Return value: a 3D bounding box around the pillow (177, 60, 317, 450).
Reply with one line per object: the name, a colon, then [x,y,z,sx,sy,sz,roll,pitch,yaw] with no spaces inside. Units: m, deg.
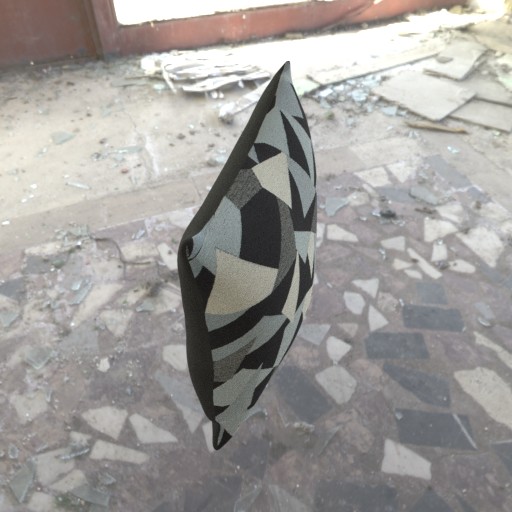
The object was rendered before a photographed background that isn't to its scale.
pillow: [0.000,0.000,0.774,0.208,0.496,0.503,11,47,11]
